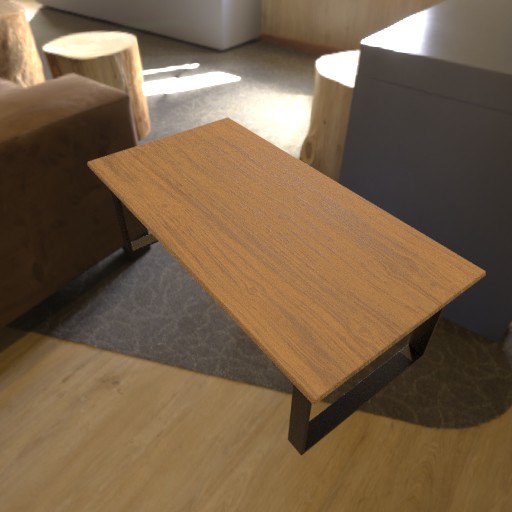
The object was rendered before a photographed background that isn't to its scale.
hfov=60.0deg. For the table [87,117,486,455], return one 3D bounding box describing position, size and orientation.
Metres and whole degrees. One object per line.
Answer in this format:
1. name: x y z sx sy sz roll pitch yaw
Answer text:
1. table: 0.000 0.000 1.686 0.693 0.445 1.331 -27 48 -27
